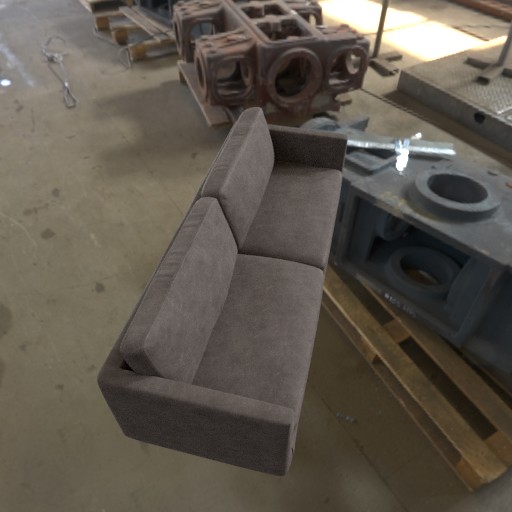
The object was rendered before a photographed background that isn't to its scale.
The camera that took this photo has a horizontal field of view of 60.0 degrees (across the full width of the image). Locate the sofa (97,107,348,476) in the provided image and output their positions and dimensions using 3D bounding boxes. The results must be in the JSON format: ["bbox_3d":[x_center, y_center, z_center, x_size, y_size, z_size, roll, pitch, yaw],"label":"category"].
[{"bbox_3d":[0.000,0.000,2.945,0.951,0.965,2.434,10,47,10],"label":"sofa"}]
